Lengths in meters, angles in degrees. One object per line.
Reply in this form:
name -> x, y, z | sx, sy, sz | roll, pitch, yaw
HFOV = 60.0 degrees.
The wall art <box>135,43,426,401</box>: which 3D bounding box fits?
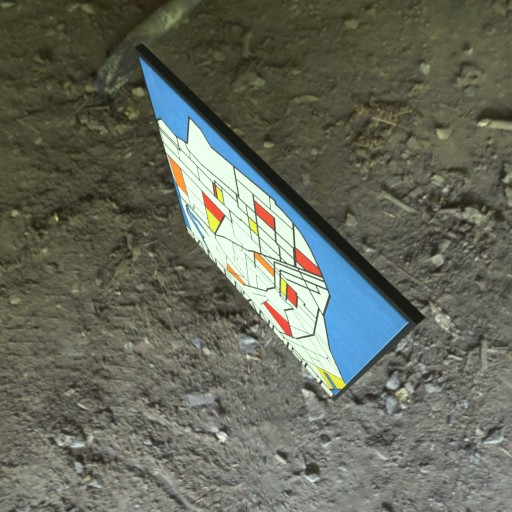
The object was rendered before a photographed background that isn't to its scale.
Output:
wall art -> 0.000, 0.000, 0.674 | 0.013, 0.457, 0.458 | -36, 69, -16
